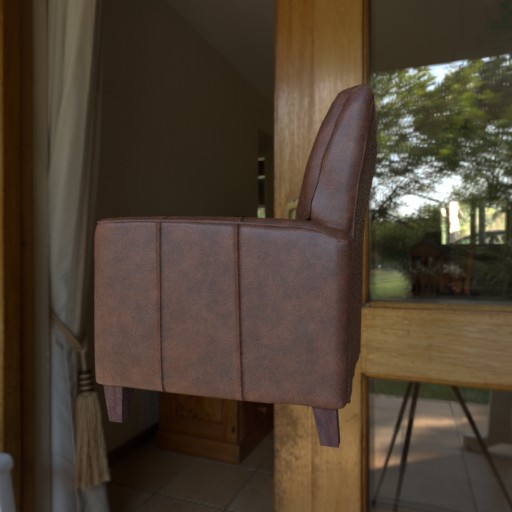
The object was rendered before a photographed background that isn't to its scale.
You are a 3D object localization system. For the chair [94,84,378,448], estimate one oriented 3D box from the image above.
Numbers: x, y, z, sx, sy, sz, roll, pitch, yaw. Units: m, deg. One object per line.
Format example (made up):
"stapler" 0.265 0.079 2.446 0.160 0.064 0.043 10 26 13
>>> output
"chair" 0.000 0.000 1.613 0.850 1.010 0.839 0 0 16
